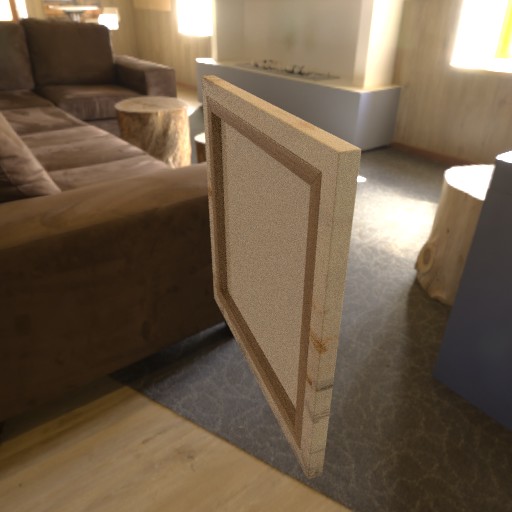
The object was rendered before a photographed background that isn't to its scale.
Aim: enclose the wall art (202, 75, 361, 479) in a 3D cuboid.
[{"bbox_3d":[0.000,0.000,1.122,0.038,0.755,0.753,-11,32,-18],"label":"wall art"}]
